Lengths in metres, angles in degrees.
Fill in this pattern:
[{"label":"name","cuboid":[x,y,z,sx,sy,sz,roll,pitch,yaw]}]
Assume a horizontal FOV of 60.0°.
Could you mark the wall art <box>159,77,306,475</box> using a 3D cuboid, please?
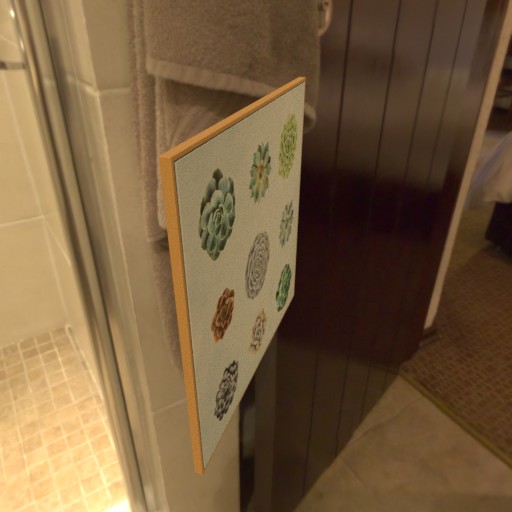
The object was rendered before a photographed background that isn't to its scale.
[{"label":"wall art","cuboid":[0.000,0.000,0.688,0.013,0.455,0.457,11,32,17]}]
